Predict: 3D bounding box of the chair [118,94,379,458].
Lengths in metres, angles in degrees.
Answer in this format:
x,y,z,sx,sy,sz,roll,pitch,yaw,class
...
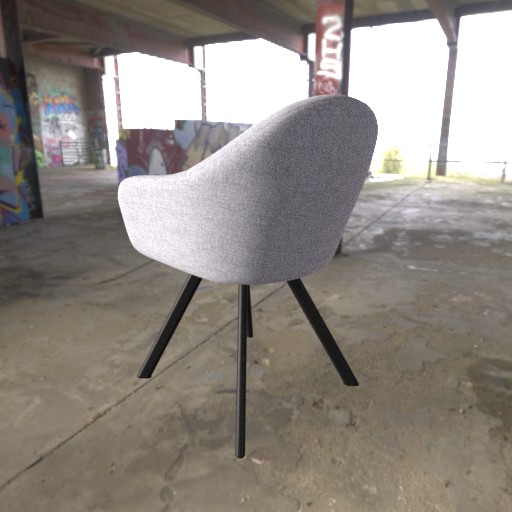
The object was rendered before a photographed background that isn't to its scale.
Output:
x,y,z,sx,sy,sz,roll,pitch,yaw,class
0.000,0.000,1.181,0.540,0.780,0.570,-13,20,-41,chair
